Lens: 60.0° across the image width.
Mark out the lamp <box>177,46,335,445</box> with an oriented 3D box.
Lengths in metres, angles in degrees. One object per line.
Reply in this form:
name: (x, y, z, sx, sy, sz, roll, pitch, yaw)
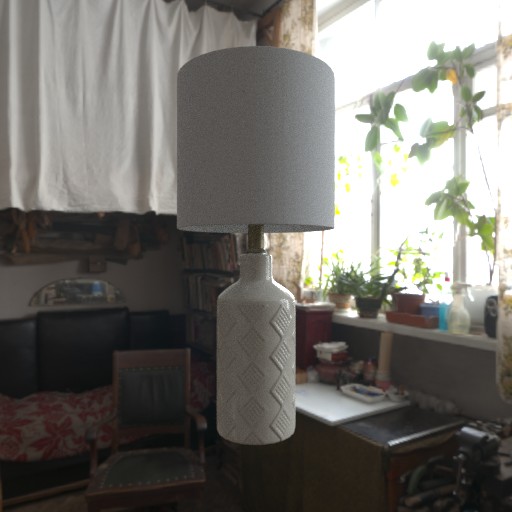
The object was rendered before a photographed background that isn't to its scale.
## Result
lamp: (0.000, 0.000, 0.589, 0.207, 0.461, 0.207, 0, 0, 19)
